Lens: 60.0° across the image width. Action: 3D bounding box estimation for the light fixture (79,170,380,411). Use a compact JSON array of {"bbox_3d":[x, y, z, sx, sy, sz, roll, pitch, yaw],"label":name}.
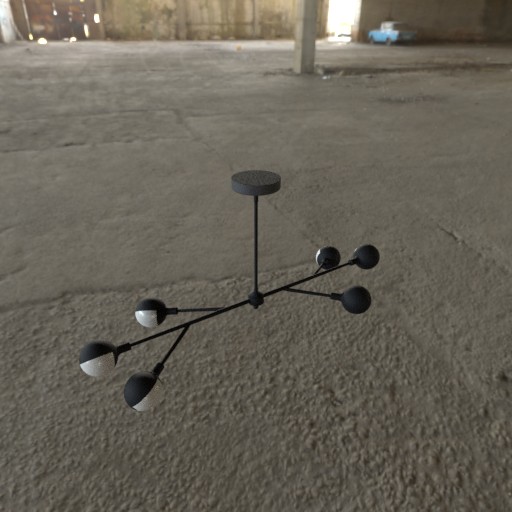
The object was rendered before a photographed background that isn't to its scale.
[{"bbox_3d":[0.000,0.000,0.986,0.778,0.362,0.434,-9,29,-16],"label":"light fixture"}]
